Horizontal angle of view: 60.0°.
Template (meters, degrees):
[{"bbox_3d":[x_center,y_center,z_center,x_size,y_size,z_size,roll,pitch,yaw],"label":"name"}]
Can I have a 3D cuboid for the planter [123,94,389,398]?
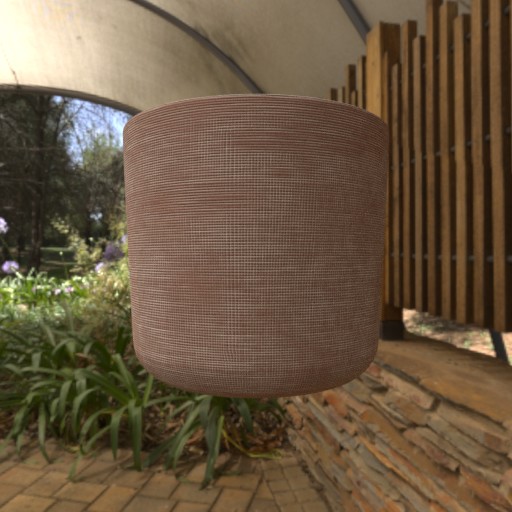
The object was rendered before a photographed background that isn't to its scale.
[{"bbox_3d":[0.000,0.000,0.763,0.440,0.398,0.440,0,0,0],"label":"planter"}]
